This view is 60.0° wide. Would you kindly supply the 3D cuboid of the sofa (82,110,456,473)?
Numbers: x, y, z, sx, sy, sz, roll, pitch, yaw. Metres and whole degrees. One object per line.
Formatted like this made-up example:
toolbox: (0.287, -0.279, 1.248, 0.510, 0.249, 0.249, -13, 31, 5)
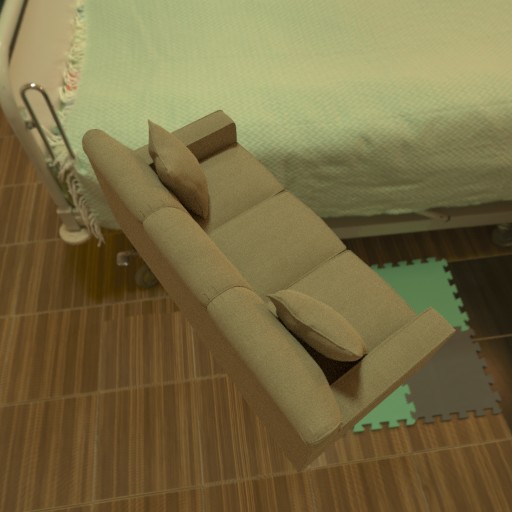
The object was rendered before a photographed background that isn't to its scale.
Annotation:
sofa: (0.000, 0.000, 2.548, 0.997, 0.958, 2.024, -32, 63, -19)
